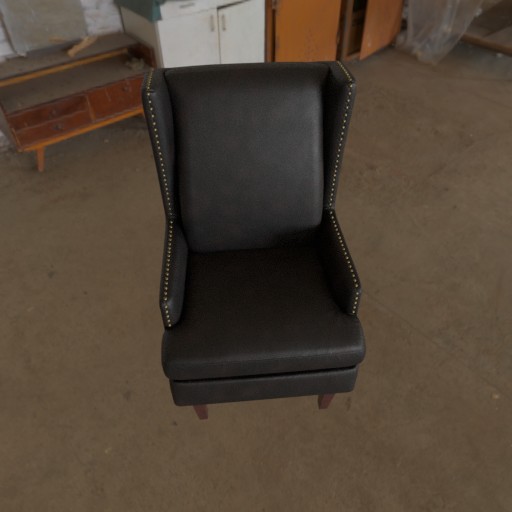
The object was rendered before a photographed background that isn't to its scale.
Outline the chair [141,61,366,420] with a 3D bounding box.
[{"bbox_3d":[0.000,0.000,1.651,0.703,1.142,0.799,-4,46,-4],"label":"chair"}]
